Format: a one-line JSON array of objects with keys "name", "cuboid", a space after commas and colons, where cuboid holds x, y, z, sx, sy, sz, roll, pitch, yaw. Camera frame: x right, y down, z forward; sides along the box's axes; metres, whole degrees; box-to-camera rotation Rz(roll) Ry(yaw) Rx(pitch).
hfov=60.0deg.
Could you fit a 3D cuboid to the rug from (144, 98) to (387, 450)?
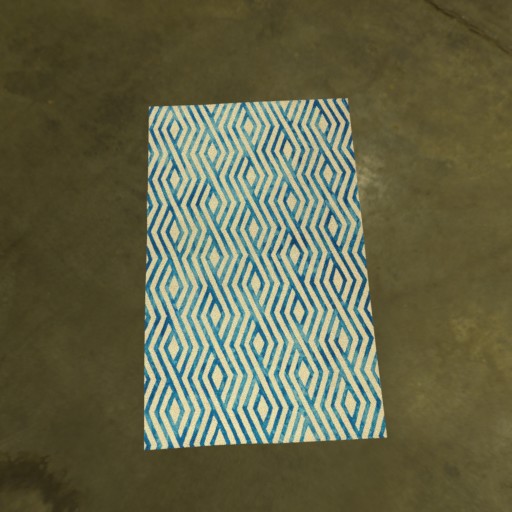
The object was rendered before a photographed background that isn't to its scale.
[{"name": "rug", "cuboid": [0.000, 0.000, 3.090, 1.531, 0.008, 2.439, -3, 75, -1]}]
